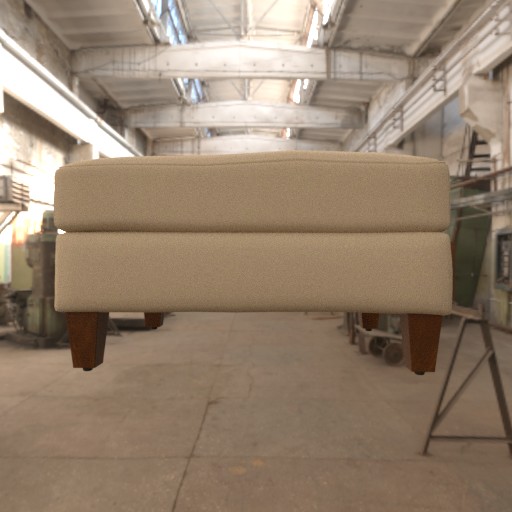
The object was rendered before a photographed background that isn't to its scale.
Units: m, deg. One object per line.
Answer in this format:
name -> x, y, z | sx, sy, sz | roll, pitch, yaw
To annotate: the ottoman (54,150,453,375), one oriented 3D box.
ottoman -> 0.000, 0.000, 1.182 | 0.818, 0.485, 0.634 | 0, 0, 3
